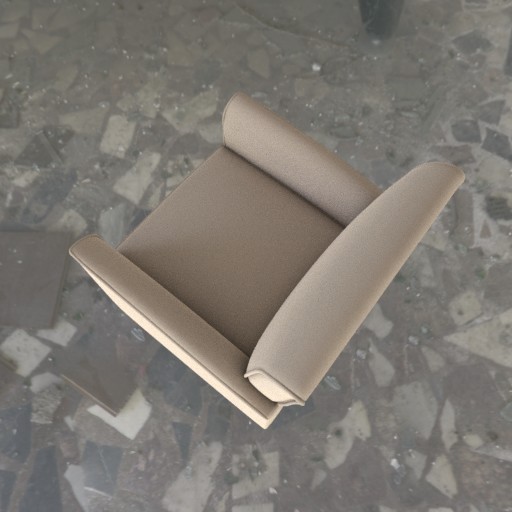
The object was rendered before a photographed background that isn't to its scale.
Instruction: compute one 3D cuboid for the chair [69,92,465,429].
[{"bbox_3d":[0.000,0.000,1.518,0.820,0.915,0.820,36,70,15],"label":"chair"}]
